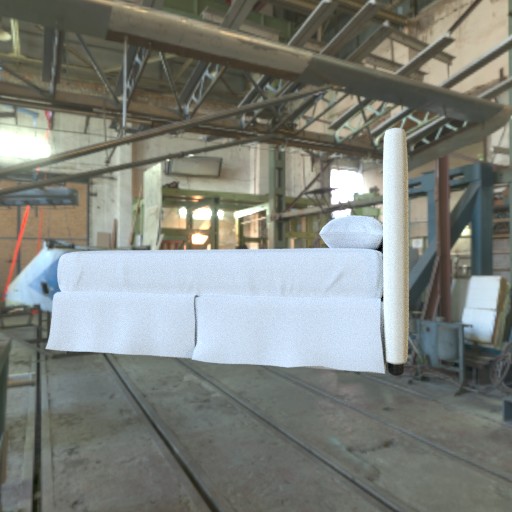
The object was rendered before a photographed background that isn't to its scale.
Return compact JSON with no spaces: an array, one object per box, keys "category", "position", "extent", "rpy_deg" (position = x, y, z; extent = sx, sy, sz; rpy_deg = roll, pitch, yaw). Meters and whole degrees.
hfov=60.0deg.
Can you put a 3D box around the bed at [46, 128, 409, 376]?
[{"category":"bed","position":[0.000,0.000,3.603],"extent":[2.341,1.317,2.119],"rpy_deg":[0,-1,19]}]
